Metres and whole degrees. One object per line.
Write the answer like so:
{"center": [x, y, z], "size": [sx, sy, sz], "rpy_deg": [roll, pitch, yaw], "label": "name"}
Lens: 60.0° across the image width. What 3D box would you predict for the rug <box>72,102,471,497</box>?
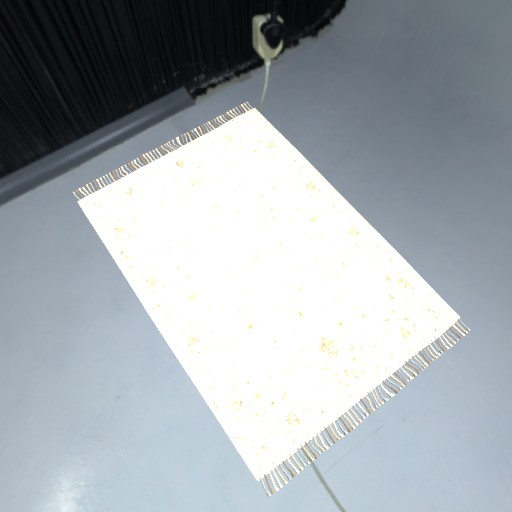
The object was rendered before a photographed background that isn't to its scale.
{"center": [0.000, 0.000, 2.302], "size": [1.218, 0.017, 1.861], "rpy_deg": [-33, 67, -16], "label": "rug"}
